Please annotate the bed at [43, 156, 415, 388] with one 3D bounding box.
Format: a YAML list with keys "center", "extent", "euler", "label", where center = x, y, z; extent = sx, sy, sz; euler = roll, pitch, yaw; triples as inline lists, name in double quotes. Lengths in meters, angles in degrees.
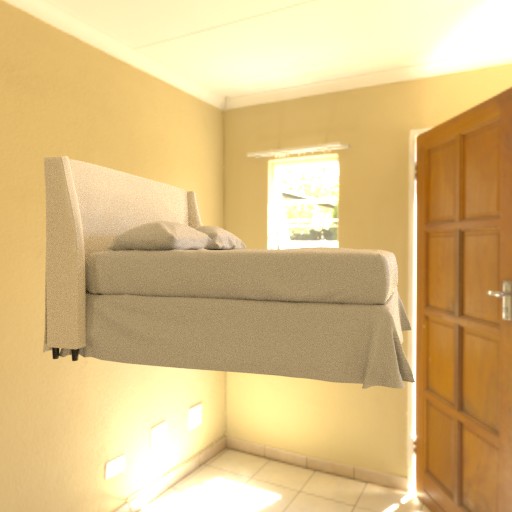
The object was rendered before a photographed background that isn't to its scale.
- center: [0.000, 0.000, 3.393]
  extent: [2.276, 1.332, 1.925]
  euler: [0, 1, 19]
  label: "bed"
